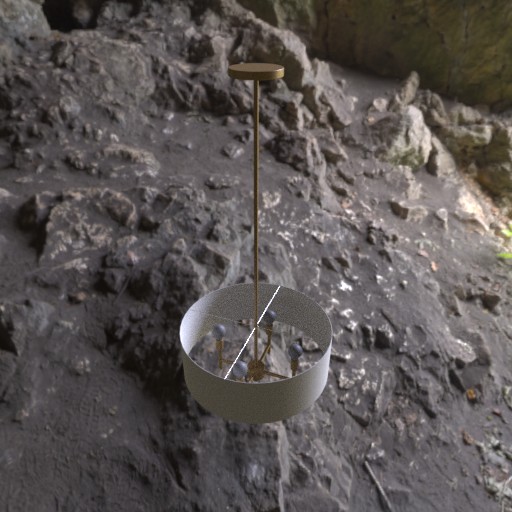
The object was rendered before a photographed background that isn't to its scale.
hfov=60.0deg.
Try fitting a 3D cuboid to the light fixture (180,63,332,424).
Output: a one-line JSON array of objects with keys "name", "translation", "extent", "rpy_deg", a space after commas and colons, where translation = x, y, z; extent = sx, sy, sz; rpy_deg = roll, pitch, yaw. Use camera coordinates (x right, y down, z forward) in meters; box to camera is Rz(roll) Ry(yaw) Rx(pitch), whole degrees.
[{"name": "light fixture", "translation": [0.000, 0.000, 1.347], "extent": [0.508, 1.067, 0.508], "rpy_deg": [0, 31, 0]}]
